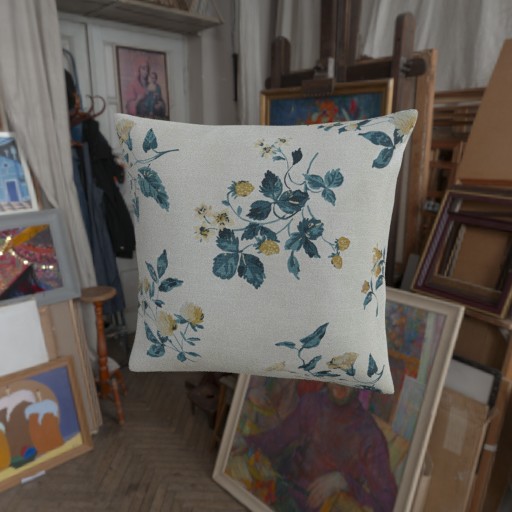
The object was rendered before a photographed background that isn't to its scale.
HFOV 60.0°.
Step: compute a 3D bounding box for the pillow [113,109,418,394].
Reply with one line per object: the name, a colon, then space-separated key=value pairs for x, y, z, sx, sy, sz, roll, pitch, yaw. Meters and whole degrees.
pillow: x=0.000 y=0.000 z=0.812 sx=0.526 sy=0.507 sz=0.166 roll=2 pitch=15 yaw=9
